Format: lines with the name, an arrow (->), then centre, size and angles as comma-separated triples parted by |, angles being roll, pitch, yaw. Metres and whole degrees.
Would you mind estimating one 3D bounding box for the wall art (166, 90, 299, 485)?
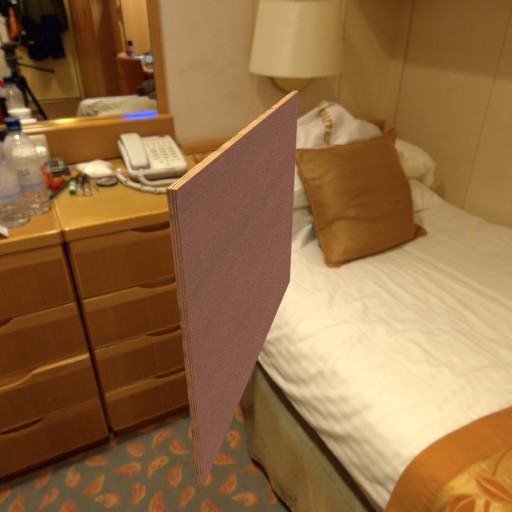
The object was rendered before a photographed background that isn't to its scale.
wall art -> 0.000, 0.000, 0.688 | 0.010, 0.408, 0.508 | 8, 31, 14
